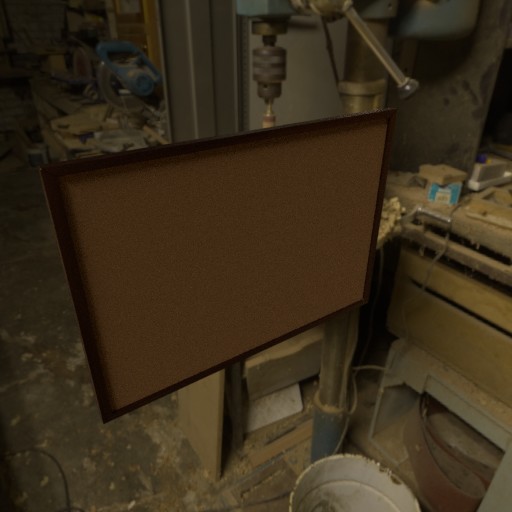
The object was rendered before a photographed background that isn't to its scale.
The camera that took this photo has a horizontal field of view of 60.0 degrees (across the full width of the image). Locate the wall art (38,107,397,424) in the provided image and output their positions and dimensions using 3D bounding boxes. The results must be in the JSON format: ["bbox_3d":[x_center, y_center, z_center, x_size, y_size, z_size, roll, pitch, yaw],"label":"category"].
[{"bbox_3d":[0.000,0.000,0.544,0.431,0.304,0.012,-18,34,-29],"label":"wall art"}]
